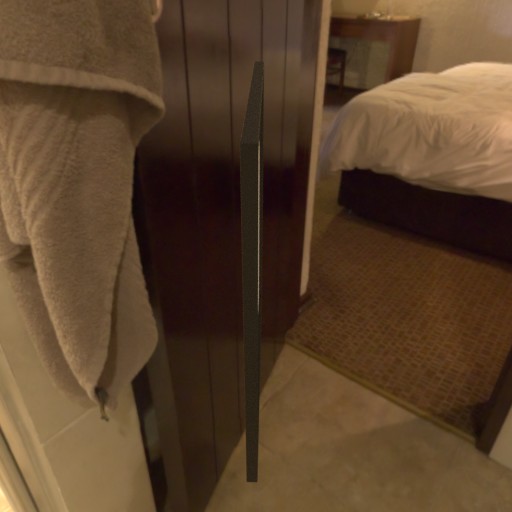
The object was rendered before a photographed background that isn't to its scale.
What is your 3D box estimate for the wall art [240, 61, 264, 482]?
[{"bbox_3d":[0.000,0.000,1.200,0.028,0.863,0.755,1,32,1],"label":"wall art"}]
